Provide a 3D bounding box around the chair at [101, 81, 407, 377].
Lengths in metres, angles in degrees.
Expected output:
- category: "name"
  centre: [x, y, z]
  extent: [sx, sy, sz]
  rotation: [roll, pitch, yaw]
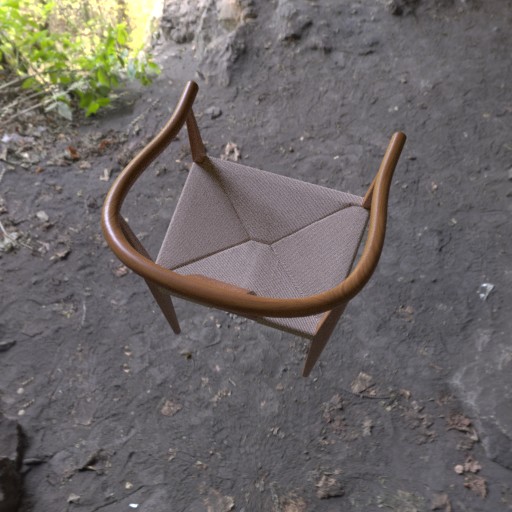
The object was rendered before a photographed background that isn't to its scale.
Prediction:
- category: "chair"
  centre: [0.000, 0.000, 1.188]
  extent: [0.556, 0.800, 0.579]
  rotation: [17, 65, 8]
